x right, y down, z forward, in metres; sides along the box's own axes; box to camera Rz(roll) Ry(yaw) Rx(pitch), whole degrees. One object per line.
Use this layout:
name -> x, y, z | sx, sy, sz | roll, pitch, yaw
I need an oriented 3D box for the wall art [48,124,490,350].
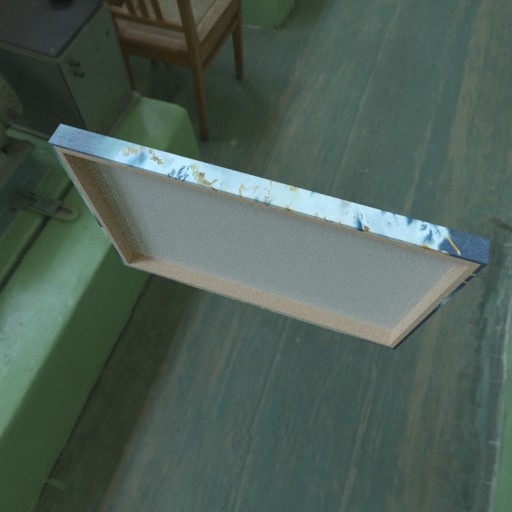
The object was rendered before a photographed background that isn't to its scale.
wall art -> 0.000, 0.000, 0.772 | 0.607, 0.405, 0.036 | 16, 65, 8
